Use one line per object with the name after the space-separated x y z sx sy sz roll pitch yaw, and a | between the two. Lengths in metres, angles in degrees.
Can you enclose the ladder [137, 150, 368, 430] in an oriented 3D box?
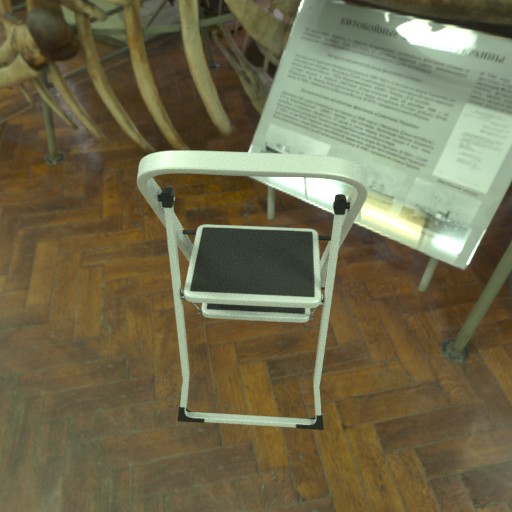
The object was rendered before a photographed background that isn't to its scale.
0.000 0.000 1.120 0.460 0.810 0.544 3 47 2 | ladder
